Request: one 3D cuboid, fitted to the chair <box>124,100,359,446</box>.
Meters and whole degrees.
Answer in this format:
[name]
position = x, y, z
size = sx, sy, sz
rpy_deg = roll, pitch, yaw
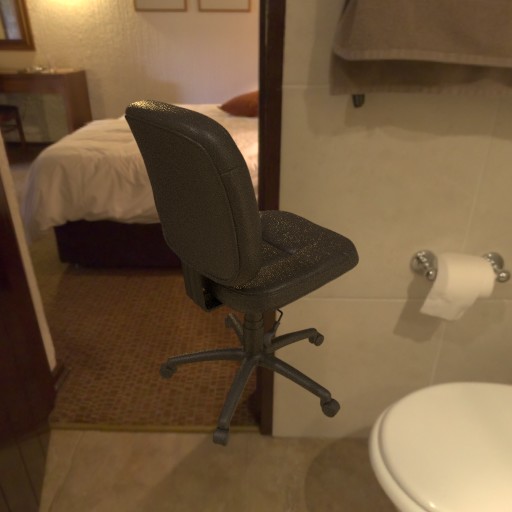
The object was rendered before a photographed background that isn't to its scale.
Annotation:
[chair]
position = 0.000, 0.000, 1.397
size = 0.646, 0.959, 0.647
rpy_deg = -18, 32, -32
